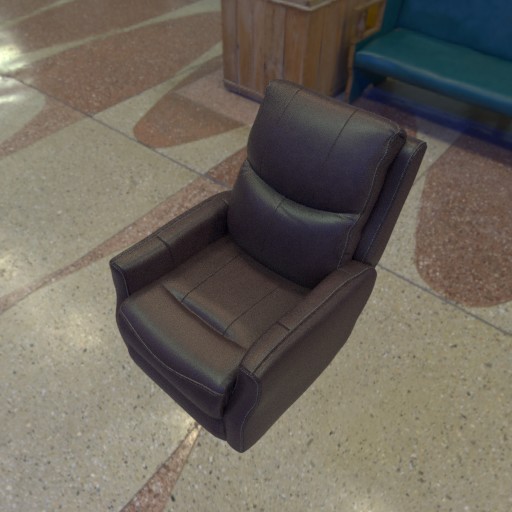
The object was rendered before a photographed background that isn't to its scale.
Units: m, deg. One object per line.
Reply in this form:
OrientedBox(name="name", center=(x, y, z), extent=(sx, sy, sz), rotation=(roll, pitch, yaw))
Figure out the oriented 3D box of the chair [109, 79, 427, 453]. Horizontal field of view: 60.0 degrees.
OrientedBox(name="chair", center=(0.000, 0.000, 1.761), extent=(0.829, 1.030, 1.080), rotation=(33, 55, 27))
